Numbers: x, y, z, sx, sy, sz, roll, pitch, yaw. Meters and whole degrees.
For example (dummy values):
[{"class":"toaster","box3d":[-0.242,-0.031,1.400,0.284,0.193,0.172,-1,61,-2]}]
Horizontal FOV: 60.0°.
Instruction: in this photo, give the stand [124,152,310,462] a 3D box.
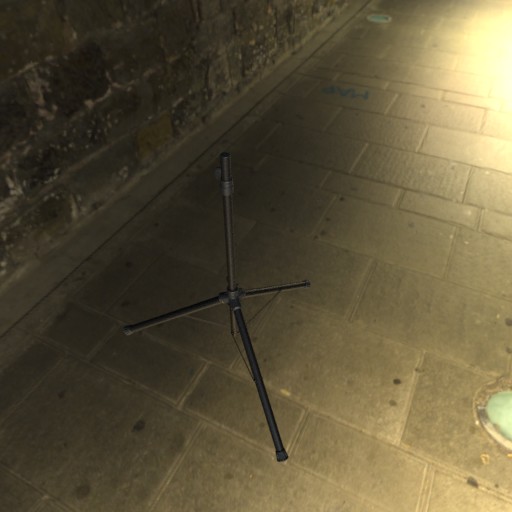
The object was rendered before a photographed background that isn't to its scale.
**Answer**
[{"class":"stand","box3d":[0.000,0.000,1.898,1.045,1.136,0.907,32,53,28]}]
